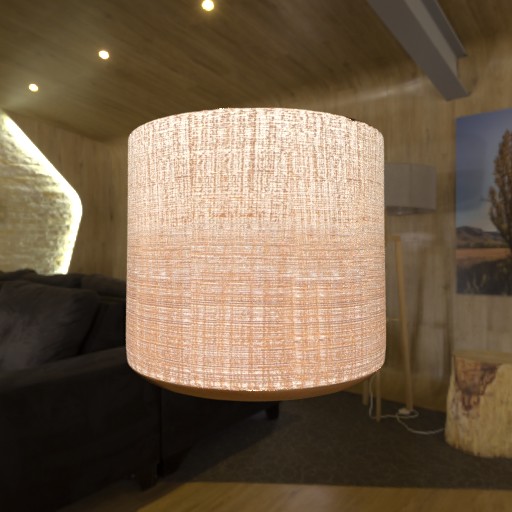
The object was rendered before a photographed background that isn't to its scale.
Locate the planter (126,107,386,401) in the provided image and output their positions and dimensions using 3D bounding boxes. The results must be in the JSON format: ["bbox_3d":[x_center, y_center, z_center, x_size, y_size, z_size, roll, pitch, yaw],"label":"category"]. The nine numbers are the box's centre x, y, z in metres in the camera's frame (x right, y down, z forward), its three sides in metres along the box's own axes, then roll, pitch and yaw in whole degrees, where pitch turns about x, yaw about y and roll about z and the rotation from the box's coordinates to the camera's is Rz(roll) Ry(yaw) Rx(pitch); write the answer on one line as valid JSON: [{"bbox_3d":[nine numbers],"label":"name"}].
[{"bbox_3d":[0.000,0.000,0.315,0.177,0.157,0.177,0,1,0],"label":"planter"}]
